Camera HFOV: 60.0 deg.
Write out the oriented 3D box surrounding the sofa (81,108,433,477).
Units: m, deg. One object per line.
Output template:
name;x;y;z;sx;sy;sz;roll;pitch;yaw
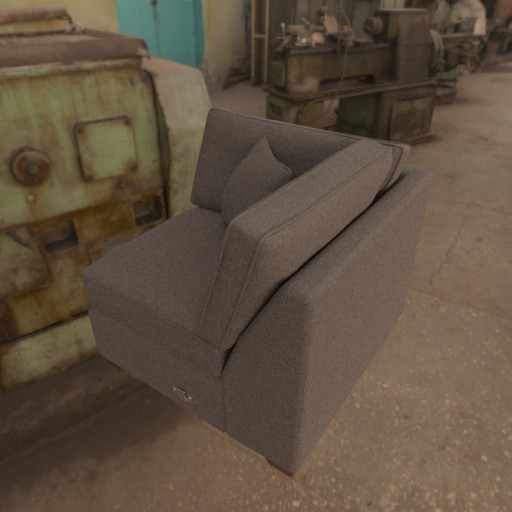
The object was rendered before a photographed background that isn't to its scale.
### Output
sofa;0.000;0.000;1.920;1.084;1.002;1.146;20;37;29
